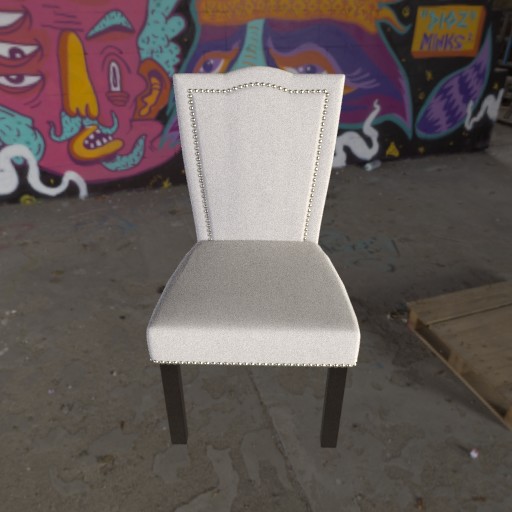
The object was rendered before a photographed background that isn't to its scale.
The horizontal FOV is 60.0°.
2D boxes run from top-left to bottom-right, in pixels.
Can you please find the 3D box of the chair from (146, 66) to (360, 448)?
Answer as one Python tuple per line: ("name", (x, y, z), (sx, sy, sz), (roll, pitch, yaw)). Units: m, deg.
("chair", (0.000, 0.000, 1.268), (0.518, 0.946, 0.589), (1, 30, 1))
